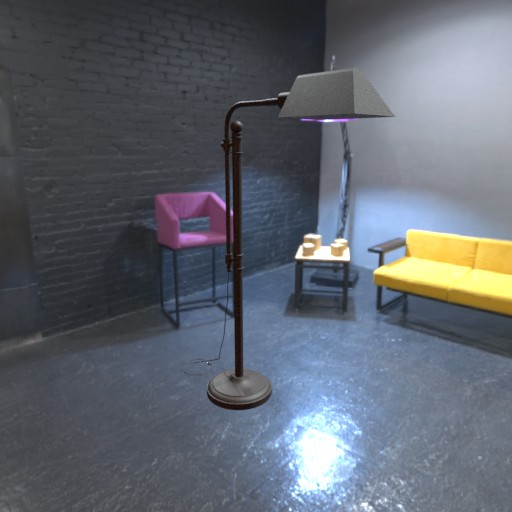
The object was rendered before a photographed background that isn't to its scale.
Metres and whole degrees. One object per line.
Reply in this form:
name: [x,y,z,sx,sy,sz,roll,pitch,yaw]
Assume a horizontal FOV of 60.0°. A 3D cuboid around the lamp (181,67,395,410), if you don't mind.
lamp: [0.000,0.000,0.959,0.159,0.708,0.545,-14,20,-42]
